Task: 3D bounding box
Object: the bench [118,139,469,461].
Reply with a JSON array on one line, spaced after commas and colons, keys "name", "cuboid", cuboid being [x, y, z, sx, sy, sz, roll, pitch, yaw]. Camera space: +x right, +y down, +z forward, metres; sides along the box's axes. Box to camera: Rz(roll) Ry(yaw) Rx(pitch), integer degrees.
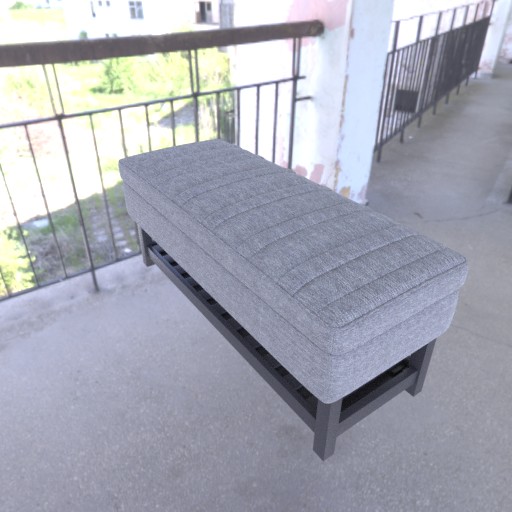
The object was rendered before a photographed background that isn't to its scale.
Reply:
[{"name": "bench", "cuboid": [0.000, 0.000, 1.351, 0.429, 0.470, 1.100, -21, 37, -29]}]
